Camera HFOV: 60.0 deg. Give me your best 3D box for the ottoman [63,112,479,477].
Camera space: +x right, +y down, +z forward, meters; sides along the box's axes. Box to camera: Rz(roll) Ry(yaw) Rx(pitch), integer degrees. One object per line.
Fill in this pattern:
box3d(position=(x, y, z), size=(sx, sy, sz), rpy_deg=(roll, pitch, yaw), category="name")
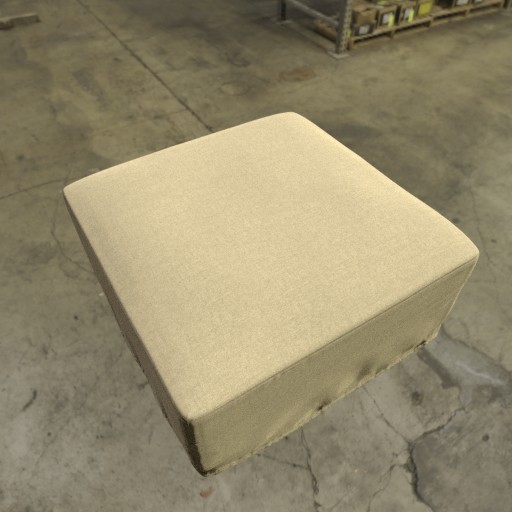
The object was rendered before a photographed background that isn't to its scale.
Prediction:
box3d(position=(0.000, 0.000, 1.299), size=(0.840, 0.436, 0.843), rpy_deg=(-25, 51, -21), category="ottoman")
